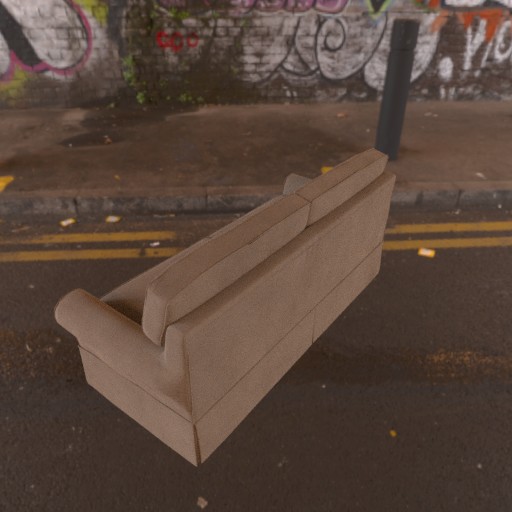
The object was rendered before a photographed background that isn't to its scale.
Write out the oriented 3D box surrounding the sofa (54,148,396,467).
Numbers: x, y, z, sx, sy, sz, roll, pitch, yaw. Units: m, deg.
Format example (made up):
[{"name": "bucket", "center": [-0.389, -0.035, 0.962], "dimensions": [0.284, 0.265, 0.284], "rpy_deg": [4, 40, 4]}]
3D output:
[{"name": "sofa", "center": [0.000, 0.000, 2.777], "dimensions": [0.900, 1.014, 2.246], "rpy_deg": [21, 37, 31]}]
